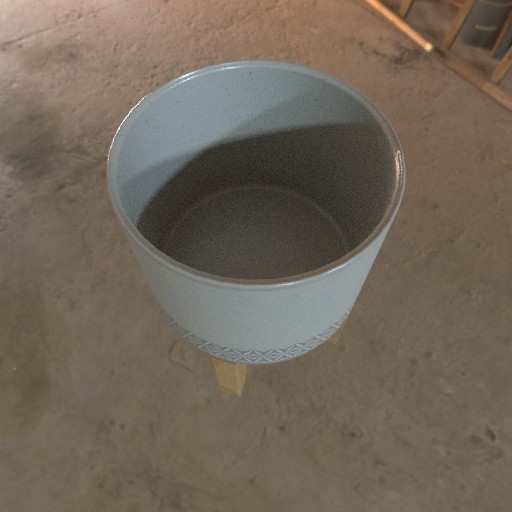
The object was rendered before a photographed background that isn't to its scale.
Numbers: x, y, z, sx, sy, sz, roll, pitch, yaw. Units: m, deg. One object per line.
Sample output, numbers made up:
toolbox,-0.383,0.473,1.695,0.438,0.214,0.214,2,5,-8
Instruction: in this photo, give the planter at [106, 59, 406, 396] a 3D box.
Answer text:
planter,0.000,0.000,0.271,0.130,0.178,0.130,0,60,0
